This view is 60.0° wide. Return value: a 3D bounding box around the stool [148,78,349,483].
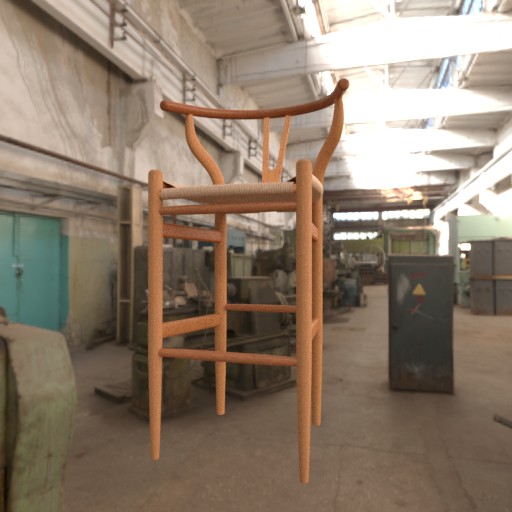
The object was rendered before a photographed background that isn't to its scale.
[{"bbox_3d":[0.000,0.000,1.346,0.574,1.068,0.561,0,0,18],"label":"stool"}]
